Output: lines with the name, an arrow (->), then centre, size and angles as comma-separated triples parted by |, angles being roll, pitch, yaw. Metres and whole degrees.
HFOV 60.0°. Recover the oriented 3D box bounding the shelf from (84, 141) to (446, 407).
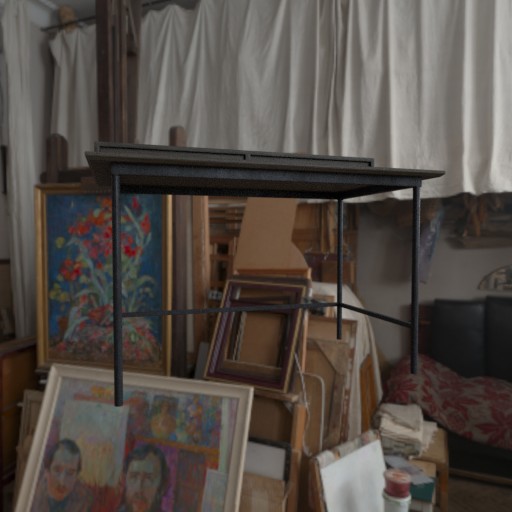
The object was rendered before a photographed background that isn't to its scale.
shelf -> 0.000, 0.000, 1.751 | 1.212, 0.865, 0.685 | -1, 3, -17
